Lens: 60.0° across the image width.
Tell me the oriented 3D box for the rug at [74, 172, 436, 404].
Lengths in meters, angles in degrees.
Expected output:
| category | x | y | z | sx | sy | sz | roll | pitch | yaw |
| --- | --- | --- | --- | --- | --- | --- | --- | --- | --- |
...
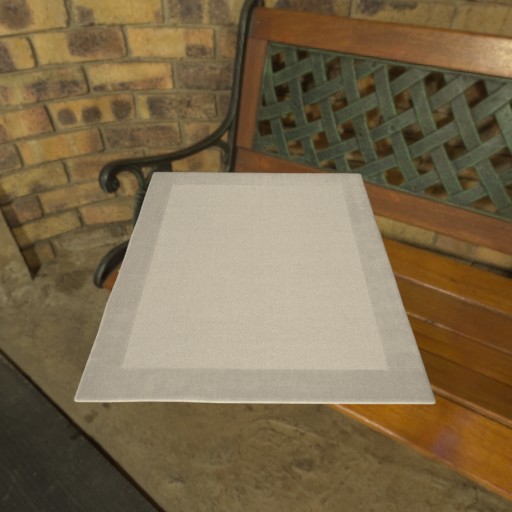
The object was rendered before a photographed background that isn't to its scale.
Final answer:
| category | x | y | z | sx | sy | sz | roll | pitch | yaw |
| --- | --- | --- | --- | --- | --- | --- | --- | --- | --- |
| rug | 0.000 | 0.000 | 4.071 | 2.430 | 0.018 | 2.976 | 0 | 41 | 0 |
